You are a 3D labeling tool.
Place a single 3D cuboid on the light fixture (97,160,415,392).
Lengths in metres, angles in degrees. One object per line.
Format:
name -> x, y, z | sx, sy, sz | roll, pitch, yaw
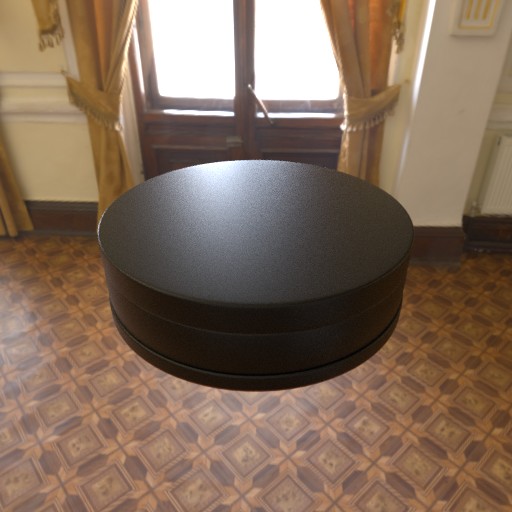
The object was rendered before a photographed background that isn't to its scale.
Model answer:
light fixture -> 0.000, 0.000, 0.434 | 0.283, 0.097, 0.283 | 0, 32, 0
